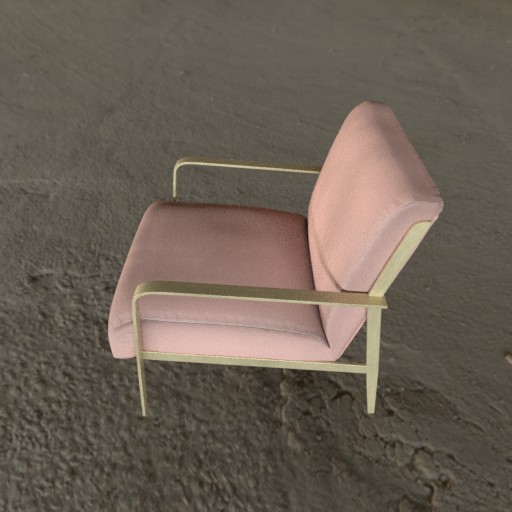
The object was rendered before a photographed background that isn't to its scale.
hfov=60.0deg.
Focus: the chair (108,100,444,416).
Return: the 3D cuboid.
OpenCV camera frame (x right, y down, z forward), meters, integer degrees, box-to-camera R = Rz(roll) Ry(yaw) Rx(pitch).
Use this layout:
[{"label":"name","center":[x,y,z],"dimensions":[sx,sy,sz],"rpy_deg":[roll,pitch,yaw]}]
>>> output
[{"label":"chair","center":[0.000,0.000,1.455],"dimensions":[0.848,0.823,0.701],"rpy_deg":[1,40,1]}]
